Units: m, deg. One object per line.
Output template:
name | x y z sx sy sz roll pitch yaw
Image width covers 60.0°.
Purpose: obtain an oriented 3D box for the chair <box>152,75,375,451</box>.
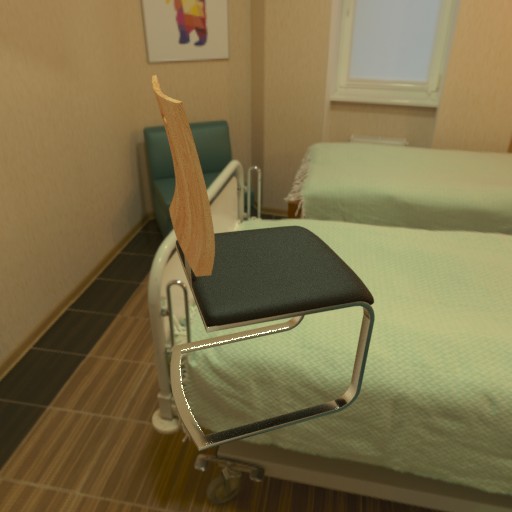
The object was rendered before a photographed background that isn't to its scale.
chair | 0.000 0.000 1.266 0.560 0.936 0.462 -9 31 -16
